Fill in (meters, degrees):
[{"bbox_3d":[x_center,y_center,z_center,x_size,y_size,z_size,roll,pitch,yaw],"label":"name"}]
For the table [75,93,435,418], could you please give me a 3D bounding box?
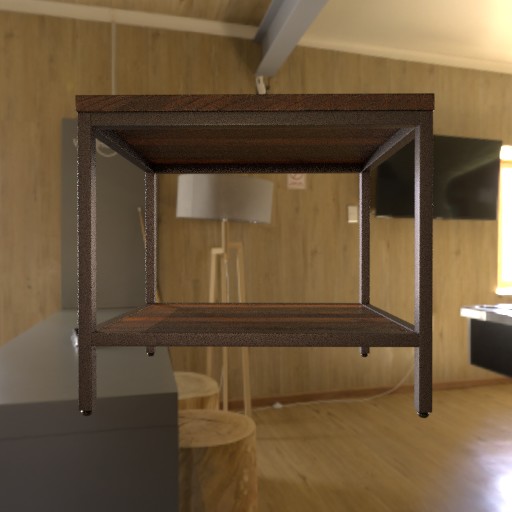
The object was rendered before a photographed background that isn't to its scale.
[{"bbox_3d":[0.000,0.000,1.097,0.678,0.612,0.524,0,0,1],"label":"table"}]
